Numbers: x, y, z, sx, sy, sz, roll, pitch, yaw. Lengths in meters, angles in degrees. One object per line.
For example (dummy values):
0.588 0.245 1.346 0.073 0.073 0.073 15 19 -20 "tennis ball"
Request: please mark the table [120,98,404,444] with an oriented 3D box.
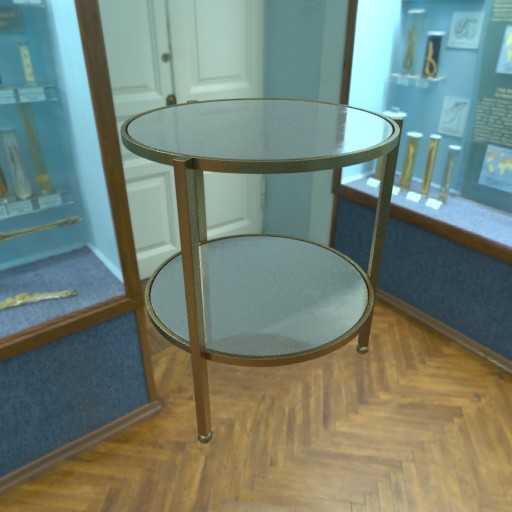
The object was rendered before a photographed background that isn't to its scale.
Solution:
0.000 0.000 0.450 0.231 0.269 0.243 -19 34 -30 "table"
